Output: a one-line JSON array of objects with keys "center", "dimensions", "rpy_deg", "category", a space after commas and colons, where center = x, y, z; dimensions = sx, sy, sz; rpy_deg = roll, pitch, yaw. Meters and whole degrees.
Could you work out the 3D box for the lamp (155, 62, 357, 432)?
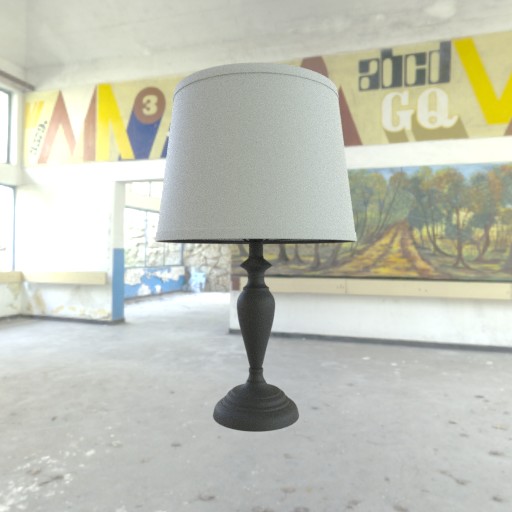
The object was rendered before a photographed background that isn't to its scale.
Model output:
[{"center": [0.000, 0.000, 0.699], "dimensions": [0.310, 0.501, 0.310], "rpy_deg": [0, 0, 0], "category": "lamp"}]
